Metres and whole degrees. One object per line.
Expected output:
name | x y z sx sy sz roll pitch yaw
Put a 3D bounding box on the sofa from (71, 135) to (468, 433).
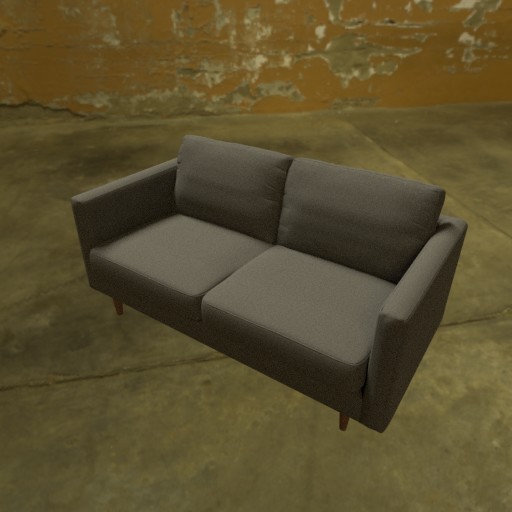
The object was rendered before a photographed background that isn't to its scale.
sofa | 0.000 0.000 2.211 1.713 0.866 0.940 19 35 29
